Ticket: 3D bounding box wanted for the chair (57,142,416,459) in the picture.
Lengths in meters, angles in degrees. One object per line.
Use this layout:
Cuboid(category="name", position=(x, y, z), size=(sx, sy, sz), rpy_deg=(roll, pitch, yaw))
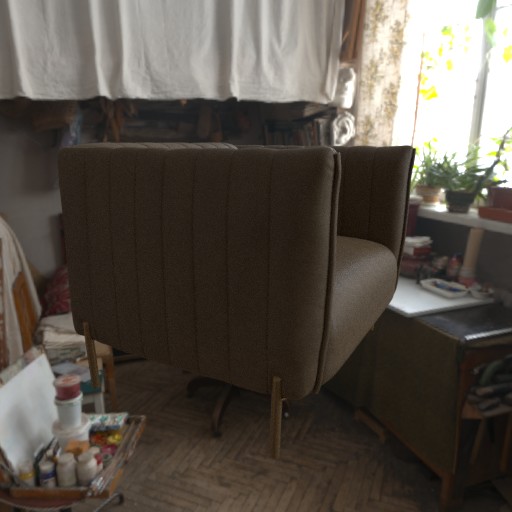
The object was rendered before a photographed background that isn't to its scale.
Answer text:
Cuboid(category="chair", position=(0.000, 0.000, 1.570), size=(0.876, 0.779, 0.981), rpy_deg=(8, 16, 28))
